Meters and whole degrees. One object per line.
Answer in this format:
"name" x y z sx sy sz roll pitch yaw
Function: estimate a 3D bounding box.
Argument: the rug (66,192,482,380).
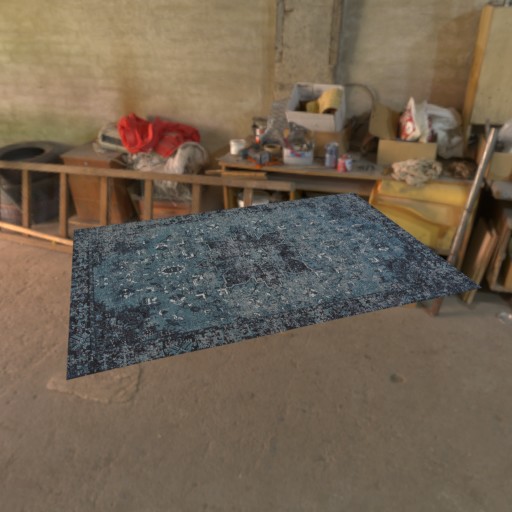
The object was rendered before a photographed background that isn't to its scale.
"rug" 0.000 0.000 2.324 1.828 0.005 1.219 -10 32 -16
